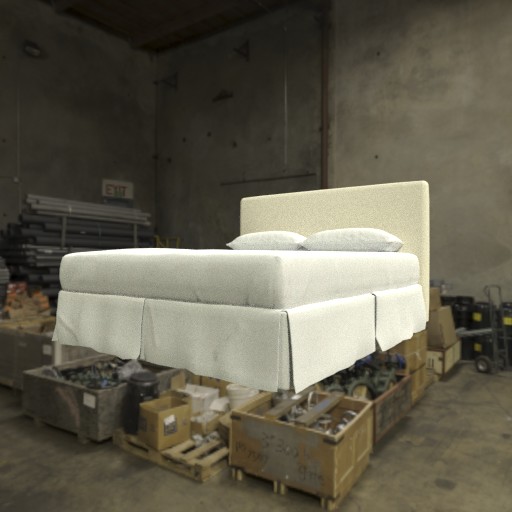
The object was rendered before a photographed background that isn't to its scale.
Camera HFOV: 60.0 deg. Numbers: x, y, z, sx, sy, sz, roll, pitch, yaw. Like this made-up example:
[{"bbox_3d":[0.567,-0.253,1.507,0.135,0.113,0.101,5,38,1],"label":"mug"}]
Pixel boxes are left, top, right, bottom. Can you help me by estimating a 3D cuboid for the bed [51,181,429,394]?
[{"bbox_3d":[0.000,0.000,3.555,2.119,1.317,2.341,0,0,36],"label":"bed"}]
